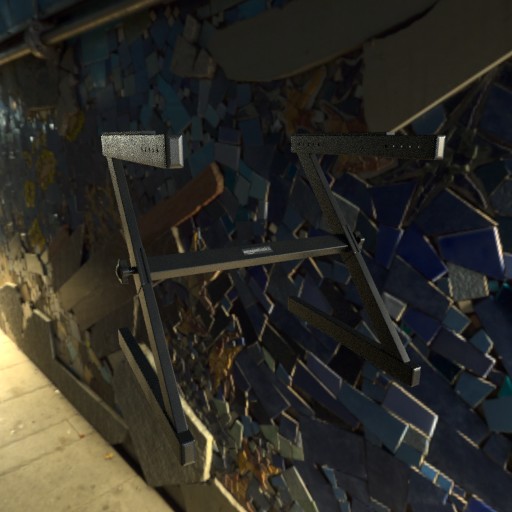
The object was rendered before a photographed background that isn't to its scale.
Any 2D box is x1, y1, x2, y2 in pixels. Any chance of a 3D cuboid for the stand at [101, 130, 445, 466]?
[{"bbox_3d":[0.000,0.000,1.146,0.700,0.617,0.586,-8,17,-27],"label":"stand"}]
